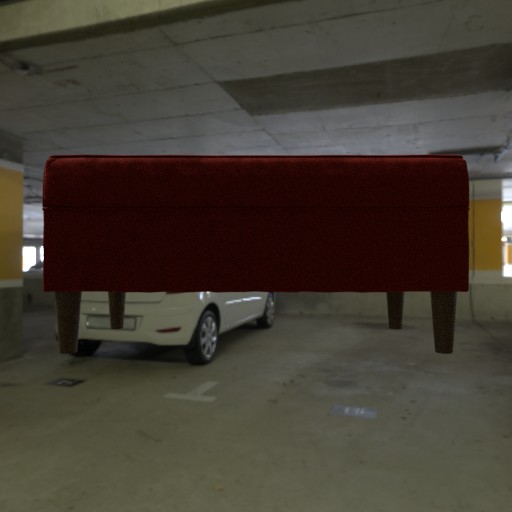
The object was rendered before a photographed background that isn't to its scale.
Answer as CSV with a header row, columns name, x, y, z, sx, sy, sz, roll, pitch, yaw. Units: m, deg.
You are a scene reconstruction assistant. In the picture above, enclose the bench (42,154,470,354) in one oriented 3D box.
name,x,y,z,sx,sy,sz,roll,pitch,yaw
bench,0.000,0.000,1.266,1.016,0.471,0.492,0,-1,0
